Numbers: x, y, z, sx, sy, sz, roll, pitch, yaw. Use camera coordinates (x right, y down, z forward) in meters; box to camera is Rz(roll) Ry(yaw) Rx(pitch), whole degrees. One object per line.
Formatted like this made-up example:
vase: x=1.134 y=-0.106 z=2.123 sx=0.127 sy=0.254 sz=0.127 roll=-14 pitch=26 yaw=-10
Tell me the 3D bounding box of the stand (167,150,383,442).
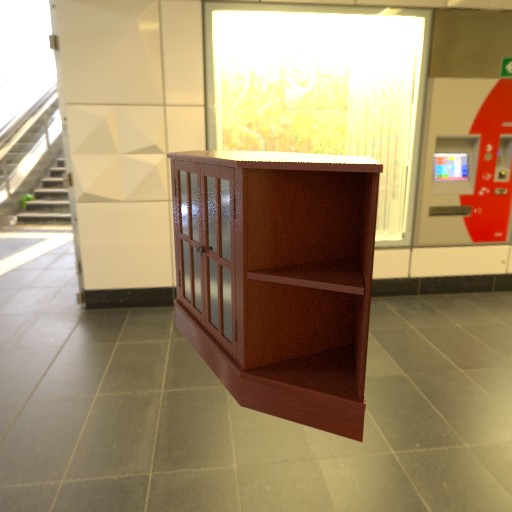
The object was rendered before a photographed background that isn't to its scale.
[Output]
stand: x=0.000 y=0.000 z=1.377 sx=0.381 sy=0.614 sz=1.072 roll=-7 pitch=17 yaw=-26
